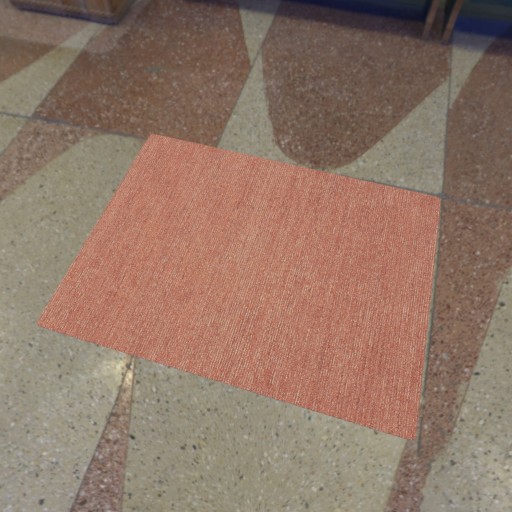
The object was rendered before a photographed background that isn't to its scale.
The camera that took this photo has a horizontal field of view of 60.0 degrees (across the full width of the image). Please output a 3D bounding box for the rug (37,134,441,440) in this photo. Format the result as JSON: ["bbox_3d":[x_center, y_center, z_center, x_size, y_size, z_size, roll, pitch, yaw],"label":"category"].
[{"bbox_3d":[0.000,0.000,2.726,2.112,0.009,1.594,14,60,9],"label":"rug"}]
